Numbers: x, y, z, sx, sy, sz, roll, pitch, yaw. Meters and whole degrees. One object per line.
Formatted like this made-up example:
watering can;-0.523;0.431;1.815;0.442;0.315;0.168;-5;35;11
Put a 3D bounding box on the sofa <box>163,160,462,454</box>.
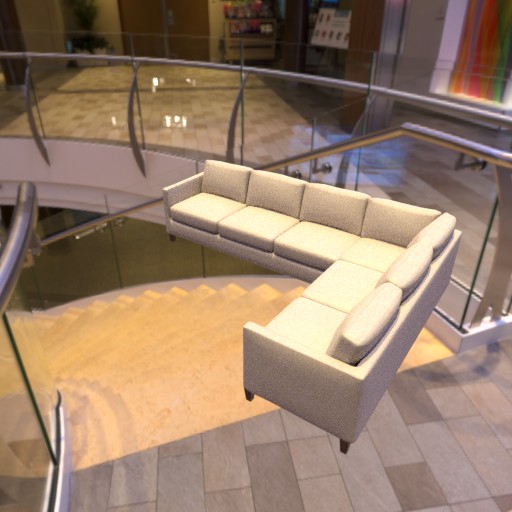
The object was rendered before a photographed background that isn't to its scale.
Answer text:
sofa;0.000;0.000;4.481;3.333;0.934;2.522;19;35;30
